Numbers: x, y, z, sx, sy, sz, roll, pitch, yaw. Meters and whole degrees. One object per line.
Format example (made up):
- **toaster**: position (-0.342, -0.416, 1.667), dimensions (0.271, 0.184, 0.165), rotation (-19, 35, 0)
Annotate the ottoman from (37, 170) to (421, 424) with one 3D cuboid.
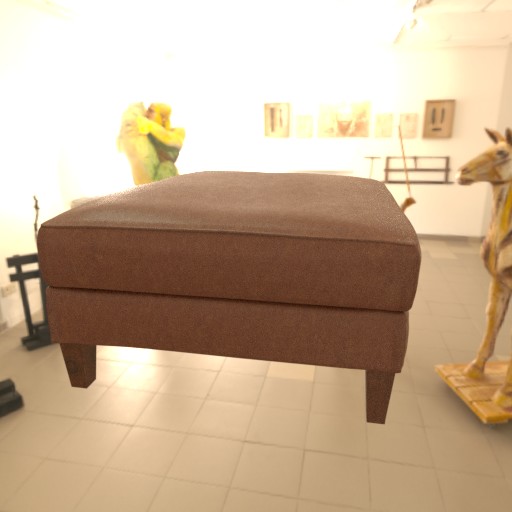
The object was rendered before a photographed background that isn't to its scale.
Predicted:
- **ottoman**: position (0.000, 0.000, 1.398), dimensions (0.836, 0.472, 0.987), rotation (3, 17, 10)
